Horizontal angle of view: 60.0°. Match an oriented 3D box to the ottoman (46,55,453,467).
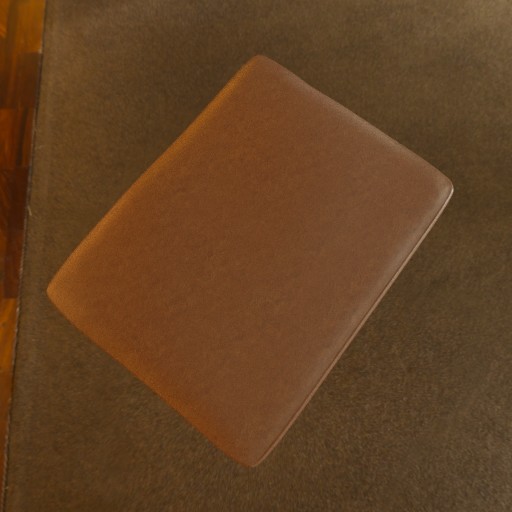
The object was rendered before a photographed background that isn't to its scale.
[{"bbox_3d":[0.000,0.000,1.249,0.650,0.485,0.851,37,79,9],"label":"ottoman"}]
